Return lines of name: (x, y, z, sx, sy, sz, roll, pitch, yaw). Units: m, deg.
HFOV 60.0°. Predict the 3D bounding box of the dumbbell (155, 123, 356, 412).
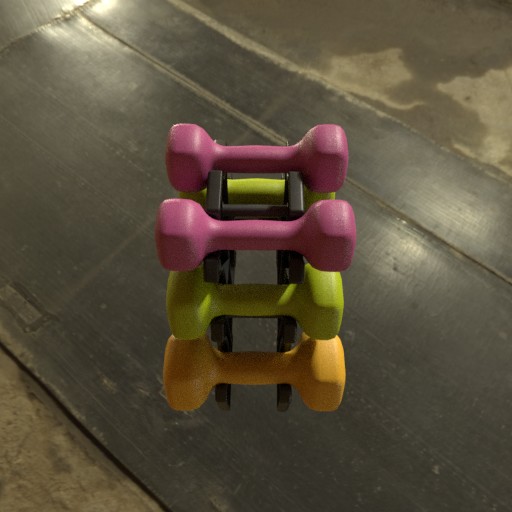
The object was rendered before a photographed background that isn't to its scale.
dumbbell: (0.000, 0.000, 0.472, 0.190, 0.271, 0.300, 1, 63, 0)
